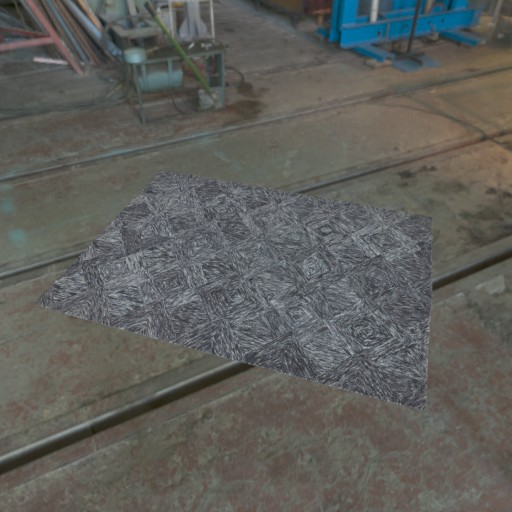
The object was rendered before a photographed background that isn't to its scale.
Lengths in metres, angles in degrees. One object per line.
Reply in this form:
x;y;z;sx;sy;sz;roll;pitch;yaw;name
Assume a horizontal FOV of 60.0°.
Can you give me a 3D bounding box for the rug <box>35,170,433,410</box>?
0.000;0.000;5.377;4.093;0.020;2.997;12;43;13;rug
